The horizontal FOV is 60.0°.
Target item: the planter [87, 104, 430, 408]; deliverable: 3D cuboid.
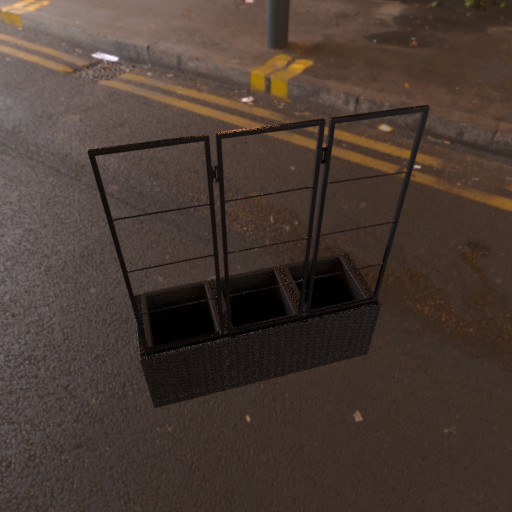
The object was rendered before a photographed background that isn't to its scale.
[{"bbox_3d":[0.000,0.000,1.187,0.698,0.841,0.244,-11,44,-12],"label":"planter"}]
